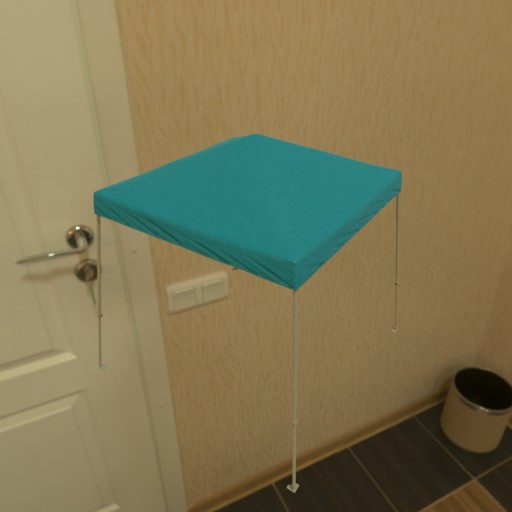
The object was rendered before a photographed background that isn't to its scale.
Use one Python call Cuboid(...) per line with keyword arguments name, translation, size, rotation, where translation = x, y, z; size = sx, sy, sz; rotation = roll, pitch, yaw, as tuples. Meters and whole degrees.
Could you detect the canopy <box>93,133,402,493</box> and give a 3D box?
Cuboid(name="canopy", translation=(0.000, 0.000, 6.511), size=(3.600, 3.600, 3.599), rotation=(20, 36, 29))
